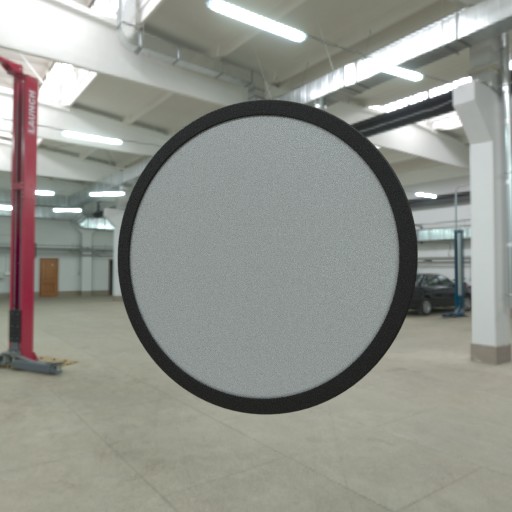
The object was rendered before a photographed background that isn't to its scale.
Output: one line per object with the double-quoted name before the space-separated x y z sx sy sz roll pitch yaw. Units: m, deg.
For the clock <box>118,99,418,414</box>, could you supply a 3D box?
"clock" 0.000 0.000 0.429 0.293 0.293 0.040 -1 -2 18
